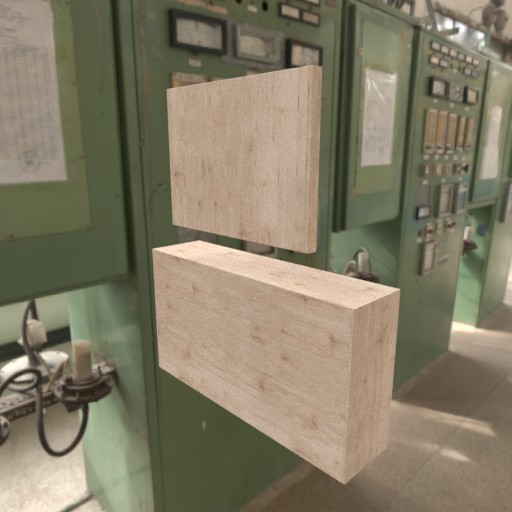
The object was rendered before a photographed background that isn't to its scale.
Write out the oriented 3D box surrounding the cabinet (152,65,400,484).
[{"bbox_3d":[0.000,0.000,2.703,0.420,1.981,1.700,-13,19,-42],"label":"cabinet"}]
